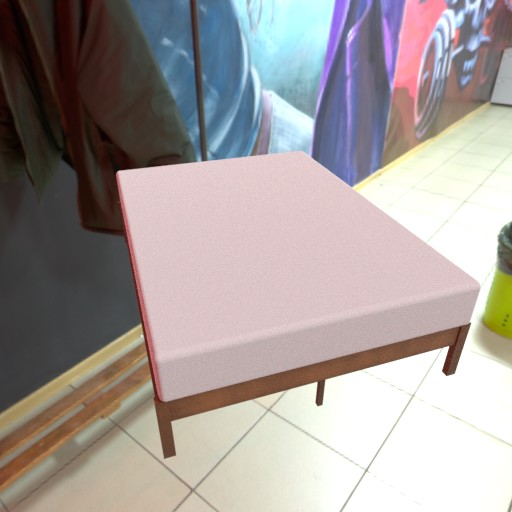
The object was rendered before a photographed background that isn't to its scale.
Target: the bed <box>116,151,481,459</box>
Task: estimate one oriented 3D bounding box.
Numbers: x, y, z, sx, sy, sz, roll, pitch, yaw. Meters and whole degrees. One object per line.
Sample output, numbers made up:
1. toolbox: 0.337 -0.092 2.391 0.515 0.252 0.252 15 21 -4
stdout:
1. bed: 0.000 0.000 2.792 1.529 0.593 2.050 -10 33 -16
